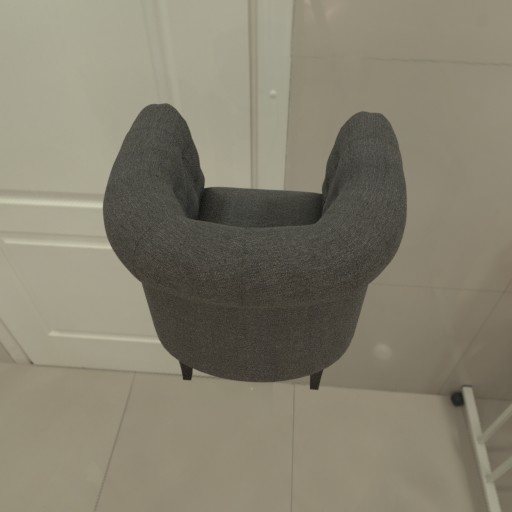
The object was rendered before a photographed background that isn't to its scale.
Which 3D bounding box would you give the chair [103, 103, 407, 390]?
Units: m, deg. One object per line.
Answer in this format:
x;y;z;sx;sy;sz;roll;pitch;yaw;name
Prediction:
0.000;0.000;1.570;0.905;0.827;0.852;3;47;3;chair
